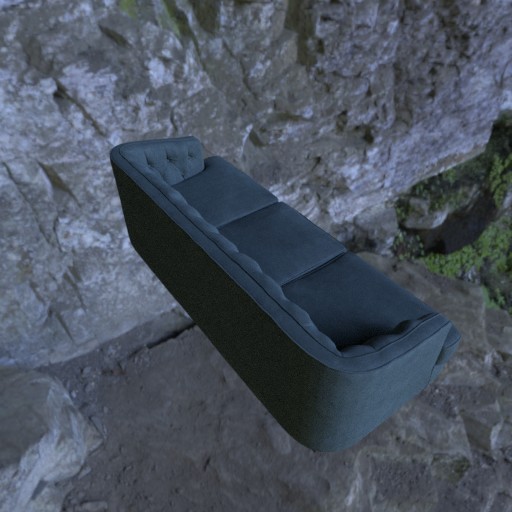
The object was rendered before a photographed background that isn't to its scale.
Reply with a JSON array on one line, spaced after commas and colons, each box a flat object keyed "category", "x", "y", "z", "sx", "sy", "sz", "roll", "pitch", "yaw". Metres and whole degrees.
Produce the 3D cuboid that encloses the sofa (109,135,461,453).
[{"category": "sofa", "x": 0.000, "y": 0.000, "z": 2.698, "sx": 0.941, "sy": 0.855, "sz": 2.278, "roll": -26, "pitch": 48, "yaw": -27}]
